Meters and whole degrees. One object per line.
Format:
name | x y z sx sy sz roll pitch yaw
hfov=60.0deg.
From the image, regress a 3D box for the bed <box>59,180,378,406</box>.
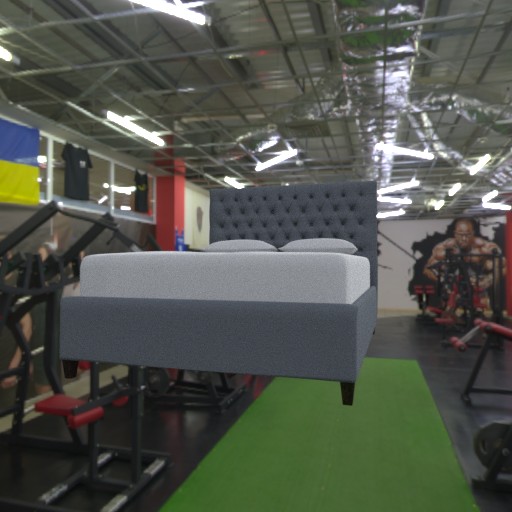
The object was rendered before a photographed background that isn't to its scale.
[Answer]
bed | 0.000 0.000 3.346 1.698 1.427 2.231 0 -1 18
